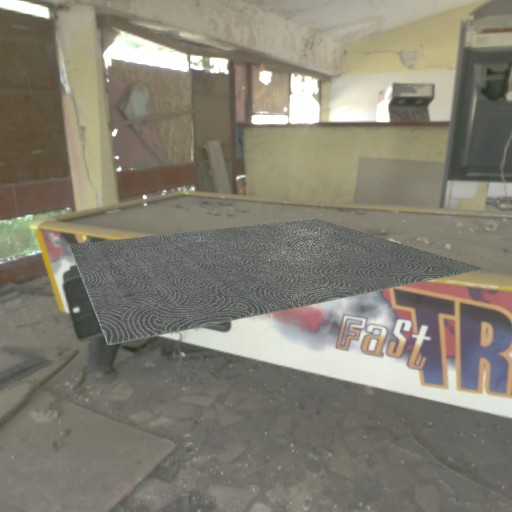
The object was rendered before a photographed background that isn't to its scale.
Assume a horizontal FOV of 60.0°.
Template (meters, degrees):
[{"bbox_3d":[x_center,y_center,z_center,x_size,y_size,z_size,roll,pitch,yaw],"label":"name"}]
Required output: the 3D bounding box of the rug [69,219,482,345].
[{"bbox_3d":[0.000,0.000,4.126,3.042,0.021,2.456,-8,18,-26],"label":"rug"}]
